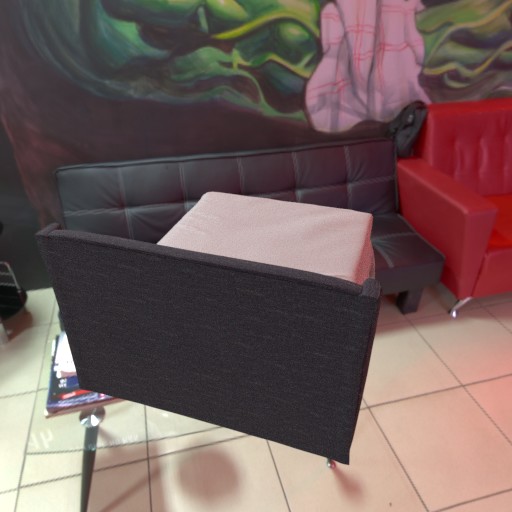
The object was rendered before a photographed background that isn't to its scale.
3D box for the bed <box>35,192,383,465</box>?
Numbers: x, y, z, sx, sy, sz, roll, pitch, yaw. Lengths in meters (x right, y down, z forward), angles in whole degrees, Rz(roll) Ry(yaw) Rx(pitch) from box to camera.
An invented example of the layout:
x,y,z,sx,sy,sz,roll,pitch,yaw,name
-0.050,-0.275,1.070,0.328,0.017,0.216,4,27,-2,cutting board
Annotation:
x,y,z,sx,sy,sz,roll,pitch,yaw,name
0.000,0.000,3.481,1.925,1.332,2.276,10,34,15,bed
